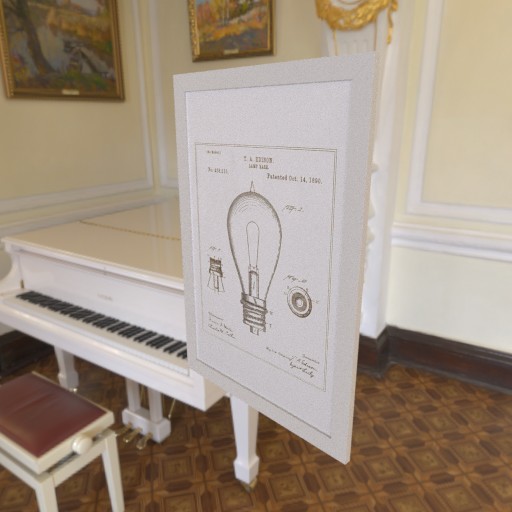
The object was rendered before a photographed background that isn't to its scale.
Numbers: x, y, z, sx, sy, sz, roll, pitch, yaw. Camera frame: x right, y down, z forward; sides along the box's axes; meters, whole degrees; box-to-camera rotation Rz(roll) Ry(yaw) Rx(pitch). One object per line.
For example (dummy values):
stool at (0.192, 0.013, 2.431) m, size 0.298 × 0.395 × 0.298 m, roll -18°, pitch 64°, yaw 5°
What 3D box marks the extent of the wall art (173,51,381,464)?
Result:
wall art at (0.000, 0.000, 0.598) m, size 0.325 × 0.474 × 0.010 m, roll 16°, pitch 23°, yaw 42°
